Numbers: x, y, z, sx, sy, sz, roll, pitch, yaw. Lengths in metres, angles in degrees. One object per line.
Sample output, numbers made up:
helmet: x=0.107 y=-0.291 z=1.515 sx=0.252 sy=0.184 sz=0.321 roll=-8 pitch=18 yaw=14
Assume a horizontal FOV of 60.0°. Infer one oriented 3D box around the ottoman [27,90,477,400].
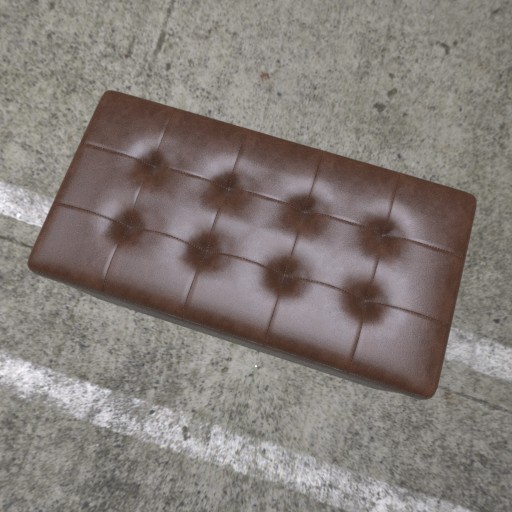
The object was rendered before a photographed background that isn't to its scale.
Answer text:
ottoman: x=0.000 y=0.000 z=1.095 sx=0.838 sy=0.470 sz=0.432 roll=17 pitch=77 yaw=4
